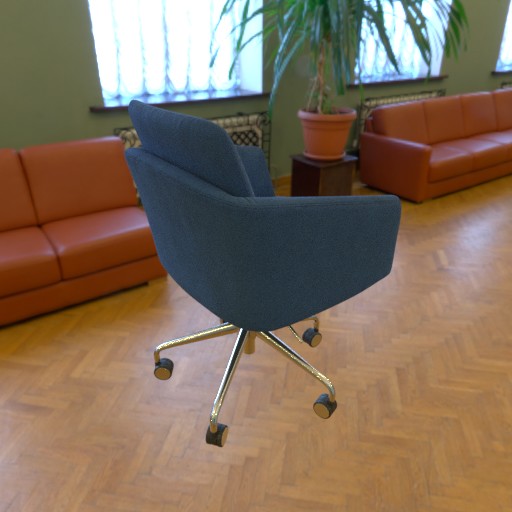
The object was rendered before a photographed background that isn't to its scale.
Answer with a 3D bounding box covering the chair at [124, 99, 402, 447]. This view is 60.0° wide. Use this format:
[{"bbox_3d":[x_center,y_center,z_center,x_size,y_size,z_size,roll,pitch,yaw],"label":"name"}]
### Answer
[{"bbox_3d":[0.000,0.000,1.341,0.635,0.908,0.641,-18,32,-32],"label":"chair"}]
